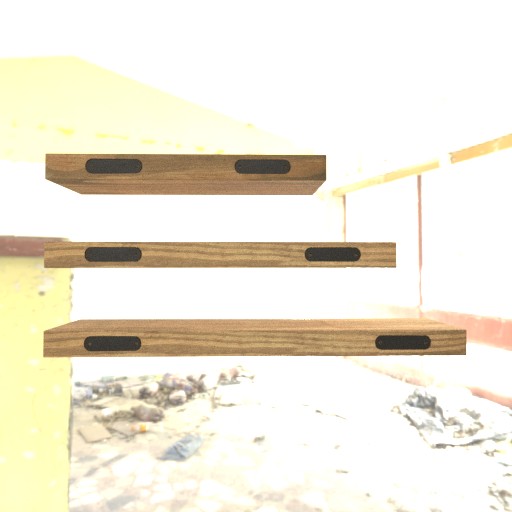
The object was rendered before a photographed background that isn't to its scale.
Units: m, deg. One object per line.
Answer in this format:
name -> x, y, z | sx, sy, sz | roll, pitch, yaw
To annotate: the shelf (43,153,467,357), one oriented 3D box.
shelf -> 0.000, 0.000, 0.710 | 0.610, 0.293, 0.140 | 0, -1, -1
